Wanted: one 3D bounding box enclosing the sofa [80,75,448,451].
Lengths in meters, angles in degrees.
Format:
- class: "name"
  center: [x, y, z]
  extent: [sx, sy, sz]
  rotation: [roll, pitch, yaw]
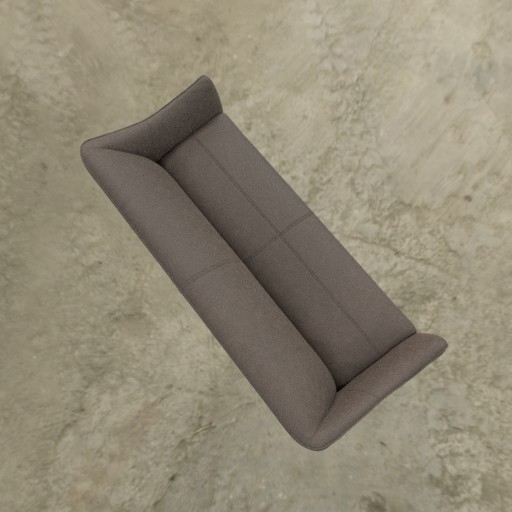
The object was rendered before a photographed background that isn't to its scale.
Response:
- class: "sofa"
  center: [0.000, 0.000, 2.402]
  extent: [0.869, 0.831, 1.928]
  rotation: [-38, 78, -10]
